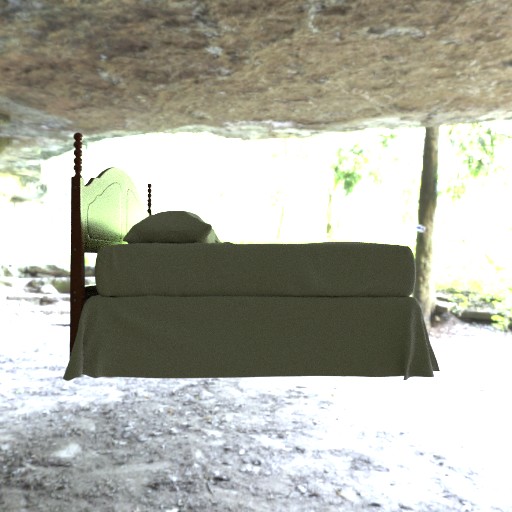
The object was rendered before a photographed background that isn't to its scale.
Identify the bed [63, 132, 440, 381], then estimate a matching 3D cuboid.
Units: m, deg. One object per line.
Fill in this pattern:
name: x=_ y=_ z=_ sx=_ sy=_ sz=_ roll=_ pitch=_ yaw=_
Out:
bed: x=0.000 y=0.000 z=3.257 sx=2.040 sy=1.356 sz=1.873 roll=0 pitch=-1 yaw=1
